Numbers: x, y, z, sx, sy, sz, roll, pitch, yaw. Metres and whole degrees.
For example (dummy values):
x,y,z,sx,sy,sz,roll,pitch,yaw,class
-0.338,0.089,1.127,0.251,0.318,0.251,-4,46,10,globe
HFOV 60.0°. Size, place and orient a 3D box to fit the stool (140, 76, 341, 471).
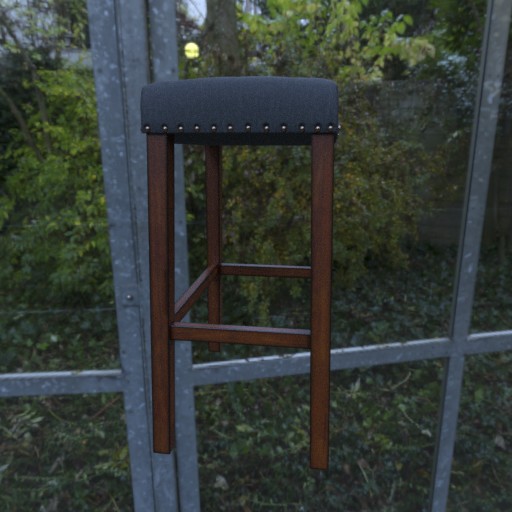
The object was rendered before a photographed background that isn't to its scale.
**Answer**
x,y,z,sx,sy,sz,roll,pitch,yaw,class
0.000,0.000,1.057,0.366,0.748,0.502,2,15,8,stool
